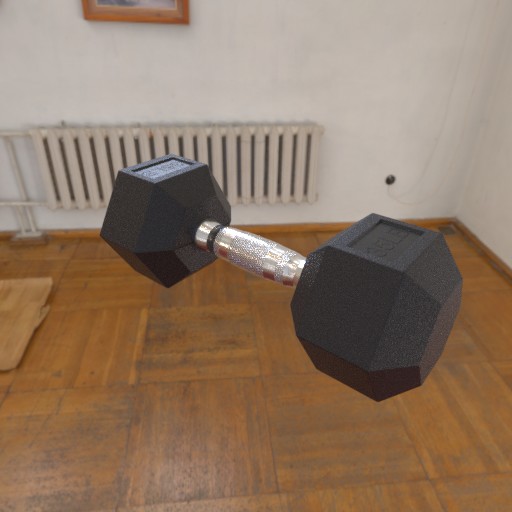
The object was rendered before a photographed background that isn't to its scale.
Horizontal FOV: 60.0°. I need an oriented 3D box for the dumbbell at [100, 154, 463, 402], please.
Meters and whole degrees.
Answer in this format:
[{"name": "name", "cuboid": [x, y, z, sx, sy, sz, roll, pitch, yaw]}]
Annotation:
[{"name": "dumbbell", "cuboid": [0.000, 0.000, 0.426, 0.356, 0.123, 0.141, 23, 37, 33]}]
